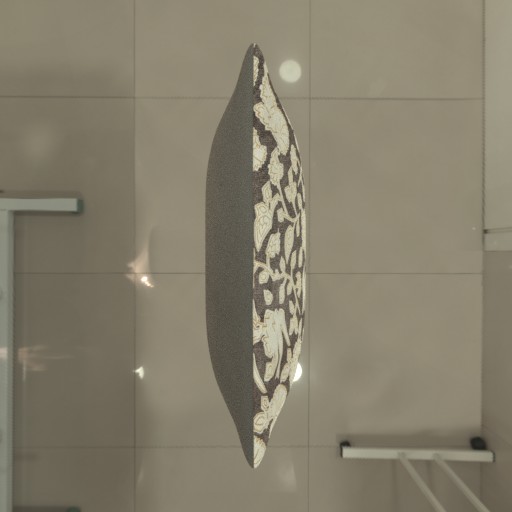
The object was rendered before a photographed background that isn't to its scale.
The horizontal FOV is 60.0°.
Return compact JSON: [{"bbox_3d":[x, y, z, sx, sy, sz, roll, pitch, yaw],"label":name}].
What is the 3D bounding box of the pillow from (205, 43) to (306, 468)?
[{"bbox_3d":[0.000,0.000,0.793,0.166,0.507,0.526,0,91,-1],"label":"pillow"}]
